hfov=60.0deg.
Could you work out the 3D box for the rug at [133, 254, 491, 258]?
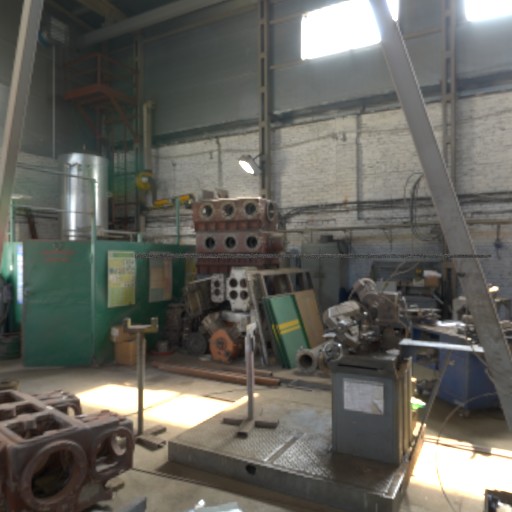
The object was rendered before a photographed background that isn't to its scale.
[{"bbox_3d":[0.000,0.000,2.270,1.208,0.012,1.819,0,0,-16],"label":"rug"}]
